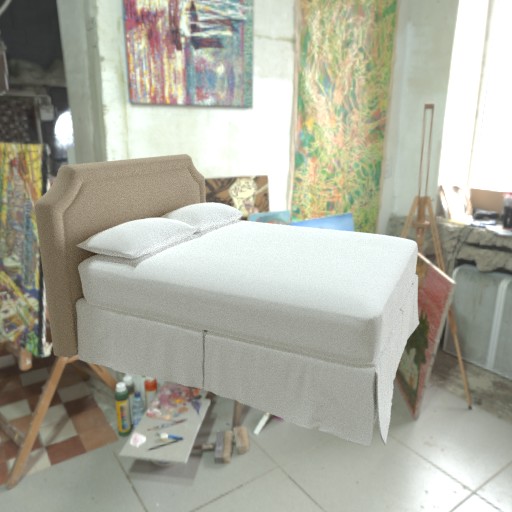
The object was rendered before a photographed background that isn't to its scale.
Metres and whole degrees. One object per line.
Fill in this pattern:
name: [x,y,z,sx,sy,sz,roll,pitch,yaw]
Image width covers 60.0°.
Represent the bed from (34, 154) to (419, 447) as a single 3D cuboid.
bed: [0.000,0.000,3.171,2.204,1.301,1.828,8,18,25]
